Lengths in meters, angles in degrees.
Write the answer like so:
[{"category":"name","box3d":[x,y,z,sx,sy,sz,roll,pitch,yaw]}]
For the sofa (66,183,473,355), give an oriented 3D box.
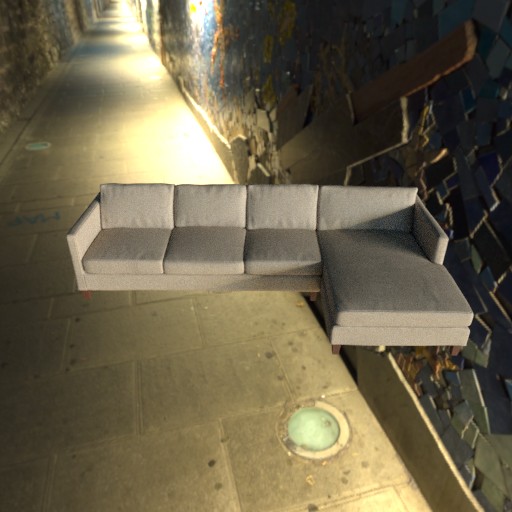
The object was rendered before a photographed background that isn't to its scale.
[{"category":"sofa","box3d":[0.000,0.000,3.875,3.186,0.846,1.625,0,31,1]}]
